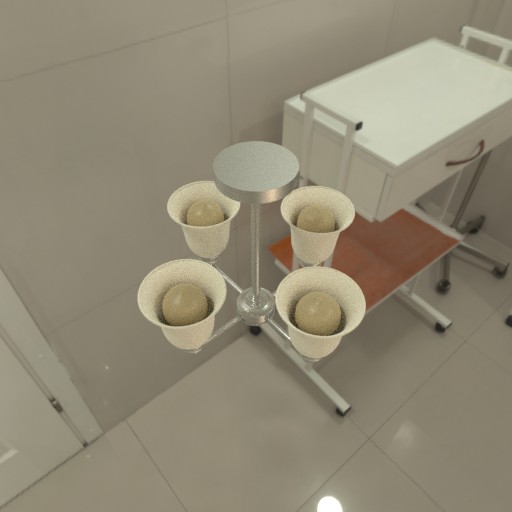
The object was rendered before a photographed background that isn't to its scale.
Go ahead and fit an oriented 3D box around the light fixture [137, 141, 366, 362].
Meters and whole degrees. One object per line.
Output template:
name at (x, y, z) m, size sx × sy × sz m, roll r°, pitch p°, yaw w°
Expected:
light fixture at (0.000, 0.000, 0.752) m, size 0.427 × 0.370 × 0.427 m, roll -32°, pitch 54°, yaw -27°
